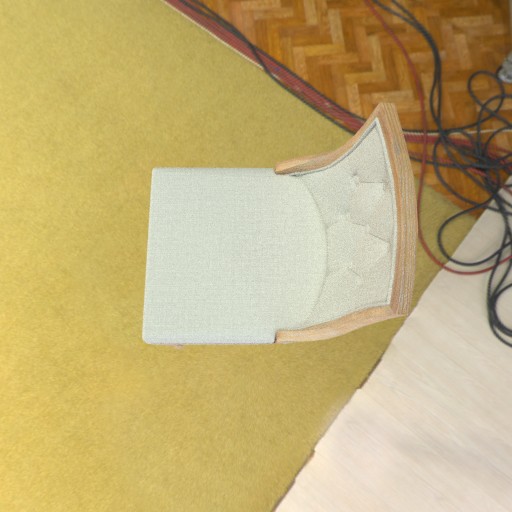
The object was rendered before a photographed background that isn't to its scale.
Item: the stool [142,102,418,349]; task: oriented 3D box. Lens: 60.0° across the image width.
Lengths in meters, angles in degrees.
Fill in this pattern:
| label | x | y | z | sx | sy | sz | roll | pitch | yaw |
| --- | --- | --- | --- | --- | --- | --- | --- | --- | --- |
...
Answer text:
| label | x | y | z | sx | sy | sz | roll | pitch | yaw |
| --- | --- | --- | --- | --- | --- | --- | --- | --- | --- |
| stool | 0.000 | 0.000 | 1.316 | 0.626 | 0.938 | 0.524 | 0 | 77 | 0 |
